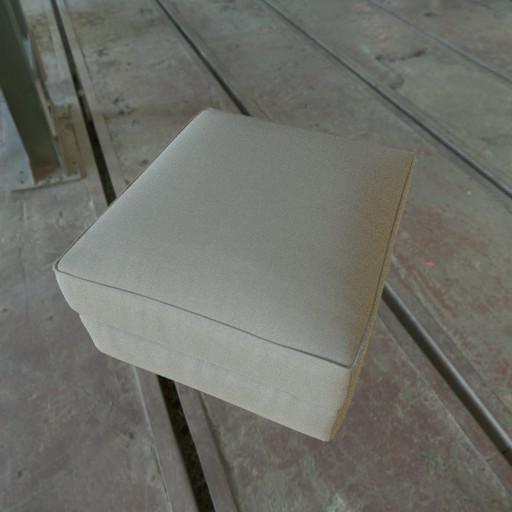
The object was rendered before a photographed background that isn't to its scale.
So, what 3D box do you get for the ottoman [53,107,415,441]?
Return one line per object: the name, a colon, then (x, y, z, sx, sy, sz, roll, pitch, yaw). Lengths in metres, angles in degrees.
ottoman: (0.000, 0.000, 1.158, 0.662, 0.505, 0.716, 17, 49, 15)
